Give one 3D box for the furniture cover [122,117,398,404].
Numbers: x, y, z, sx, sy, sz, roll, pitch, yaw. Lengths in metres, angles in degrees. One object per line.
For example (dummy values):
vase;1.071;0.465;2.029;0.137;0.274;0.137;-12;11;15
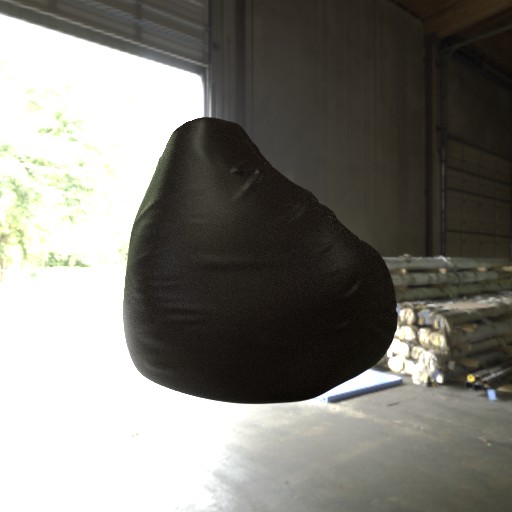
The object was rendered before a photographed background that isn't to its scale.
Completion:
furniture cover;0.000;0.000;1.892;1.070;0.990;1.070;0;-1;37
